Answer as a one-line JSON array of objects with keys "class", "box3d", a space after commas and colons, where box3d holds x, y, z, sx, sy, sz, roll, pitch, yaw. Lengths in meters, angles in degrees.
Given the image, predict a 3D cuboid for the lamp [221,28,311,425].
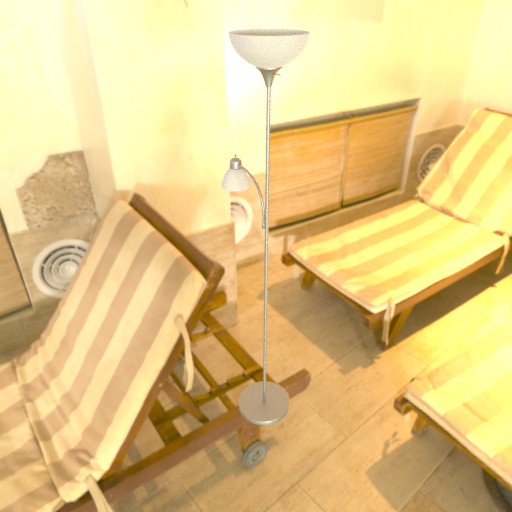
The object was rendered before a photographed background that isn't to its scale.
[{"class": "lamp", "box3d": [0.000, 0.000, 1.982, 0.279, 1.804, 0.425, -20, 37, -30]}]
